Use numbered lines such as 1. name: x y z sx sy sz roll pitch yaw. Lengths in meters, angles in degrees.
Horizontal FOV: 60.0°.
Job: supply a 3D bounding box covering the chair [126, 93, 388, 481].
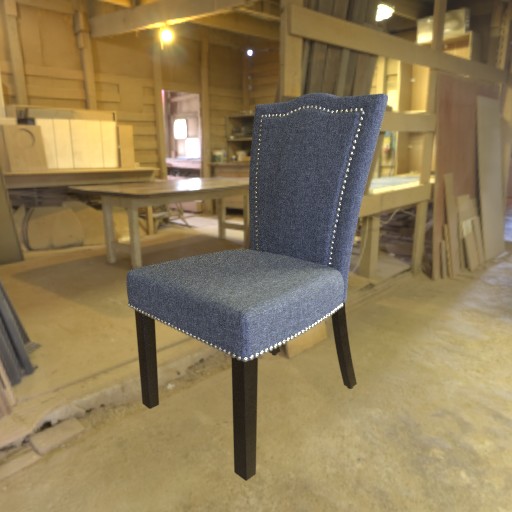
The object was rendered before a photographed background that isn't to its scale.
1. chair: 0.000 0.000 1.304 0.518 0.946 0.589 13 19 43
